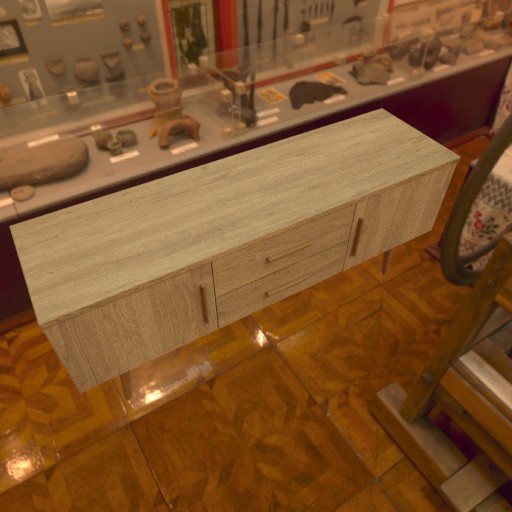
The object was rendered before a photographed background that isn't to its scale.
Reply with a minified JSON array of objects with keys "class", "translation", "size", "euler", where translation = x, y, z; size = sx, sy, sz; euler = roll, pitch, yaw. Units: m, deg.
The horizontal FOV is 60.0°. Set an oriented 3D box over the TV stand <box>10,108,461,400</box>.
[{"class":"TV stand","translation":[0.000,0.000,1.512],"size":[1.313,0.565,0.401],"euler":[-23,50,-21]}]
